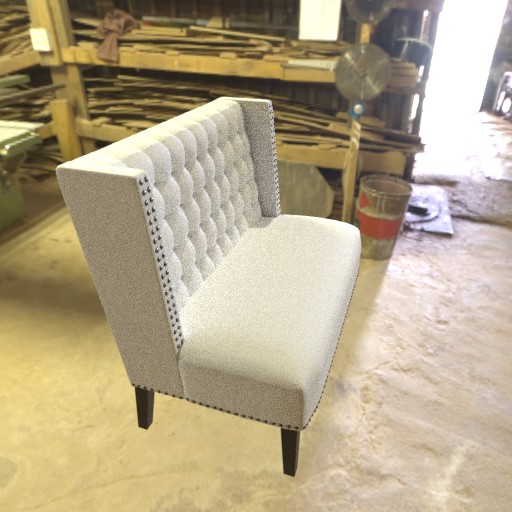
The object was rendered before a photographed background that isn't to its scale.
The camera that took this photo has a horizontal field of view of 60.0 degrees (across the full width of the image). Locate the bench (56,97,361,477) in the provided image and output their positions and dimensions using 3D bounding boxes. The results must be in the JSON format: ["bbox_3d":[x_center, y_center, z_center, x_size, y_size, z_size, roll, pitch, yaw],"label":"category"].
[{"bbox_3d":[0.000,0.000,1.995,0.847,1.123,1.280,10,31,17],"label":"bench"}]
